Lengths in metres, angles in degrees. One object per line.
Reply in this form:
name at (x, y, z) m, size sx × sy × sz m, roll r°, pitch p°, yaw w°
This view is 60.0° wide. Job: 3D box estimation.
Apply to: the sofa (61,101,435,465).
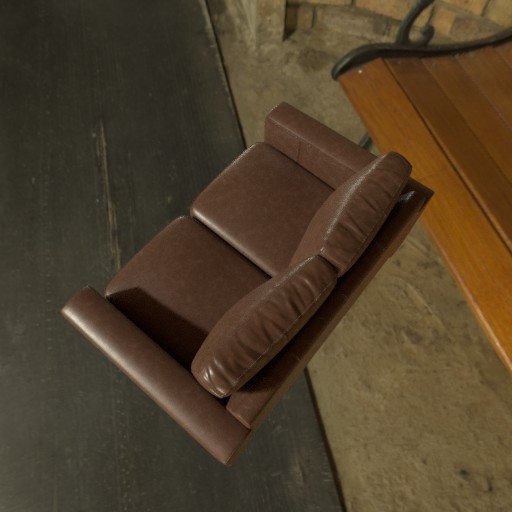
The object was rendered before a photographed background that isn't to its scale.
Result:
sofa at (0.000, 0.000, 2.201) m, size 1.016 × 0.873 × 1.616 m, roll 36°, pitch 70°, yaw 16°
